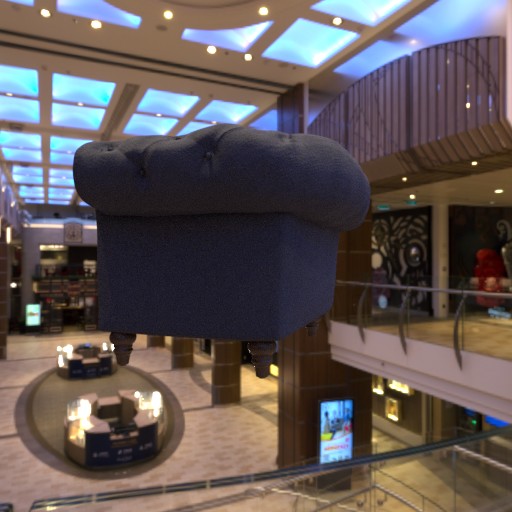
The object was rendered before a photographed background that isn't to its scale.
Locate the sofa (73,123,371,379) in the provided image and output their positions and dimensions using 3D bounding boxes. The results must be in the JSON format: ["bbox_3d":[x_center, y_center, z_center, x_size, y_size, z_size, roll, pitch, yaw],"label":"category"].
[{"bbox_3d":[0.000,0.000,2.058,1.032,0.878,1.405,0,-1,19],"label":"sofa"}]
